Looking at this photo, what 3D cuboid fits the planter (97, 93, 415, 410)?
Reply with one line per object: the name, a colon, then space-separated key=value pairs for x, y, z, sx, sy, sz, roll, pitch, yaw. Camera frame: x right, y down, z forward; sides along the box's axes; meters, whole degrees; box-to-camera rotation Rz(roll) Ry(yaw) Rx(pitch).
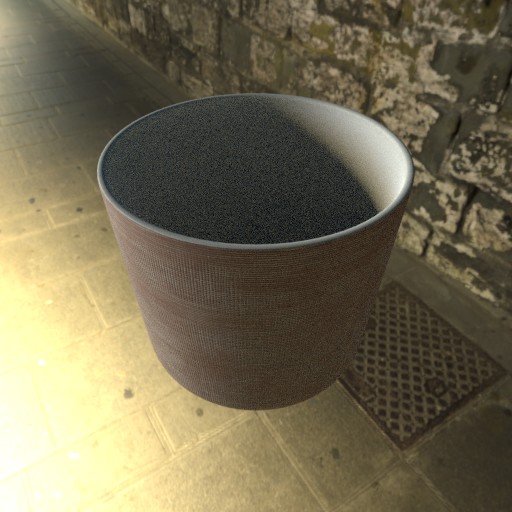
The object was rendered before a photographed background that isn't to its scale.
planter: x=0.000 y=0.000 z=0.764 sx=0.440 sy=0.398 sz=0.440 roll=0 pitch=41 yaw=0
